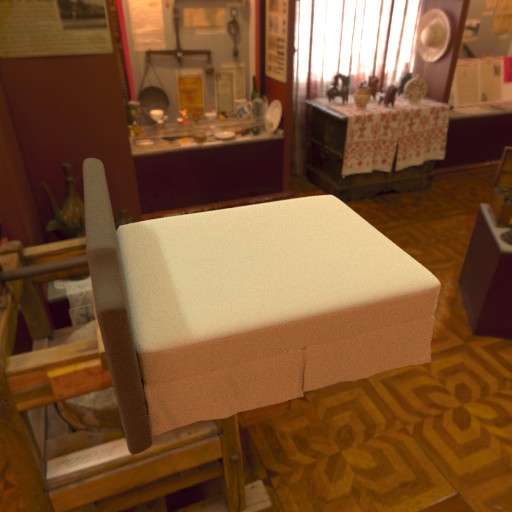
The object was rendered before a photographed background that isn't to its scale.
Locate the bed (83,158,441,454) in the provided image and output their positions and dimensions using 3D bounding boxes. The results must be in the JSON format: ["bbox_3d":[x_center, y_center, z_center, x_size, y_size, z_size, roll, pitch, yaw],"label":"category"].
[{"bbox_3d":[0.000,0.000,3.274,2.181,1.297,1.831,-10,33,-16],"label":"bed"}]
